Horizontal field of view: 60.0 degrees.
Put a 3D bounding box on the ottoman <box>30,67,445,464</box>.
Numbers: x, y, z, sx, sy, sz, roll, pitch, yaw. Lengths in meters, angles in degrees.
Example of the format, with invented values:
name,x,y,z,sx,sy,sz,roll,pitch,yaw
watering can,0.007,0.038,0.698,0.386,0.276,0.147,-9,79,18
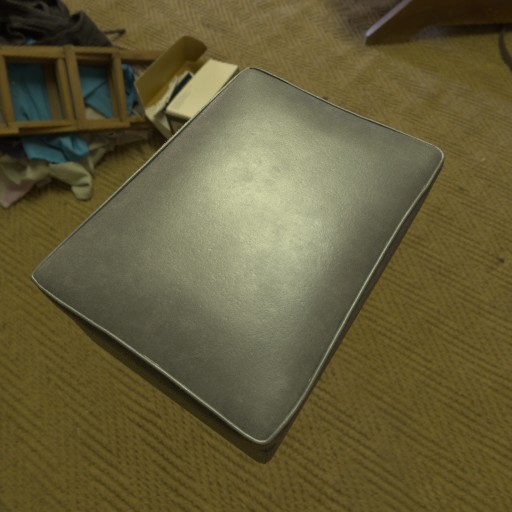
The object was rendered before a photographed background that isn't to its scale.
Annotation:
name,x,y,z,sx,sy,sz,roll,pitch,yaw
ottoman,0.000,0.000,1.070,0.554,0.445,0.756,30,64,16
